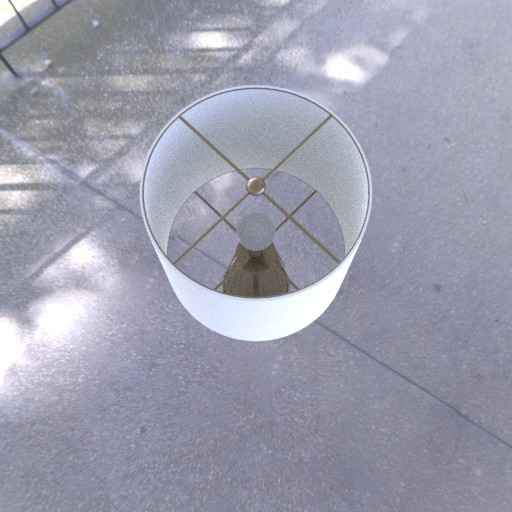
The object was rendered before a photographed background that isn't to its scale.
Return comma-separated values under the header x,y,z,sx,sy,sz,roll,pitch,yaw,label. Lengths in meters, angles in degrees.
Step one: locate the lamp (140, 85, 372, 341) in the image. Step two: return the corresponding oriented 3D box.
x,y,z,sx,sy,sz,roll,pitch,yaw,label
0.000,0.000,0.785,0.303,0.618,0.303,0,75,0,lamp
